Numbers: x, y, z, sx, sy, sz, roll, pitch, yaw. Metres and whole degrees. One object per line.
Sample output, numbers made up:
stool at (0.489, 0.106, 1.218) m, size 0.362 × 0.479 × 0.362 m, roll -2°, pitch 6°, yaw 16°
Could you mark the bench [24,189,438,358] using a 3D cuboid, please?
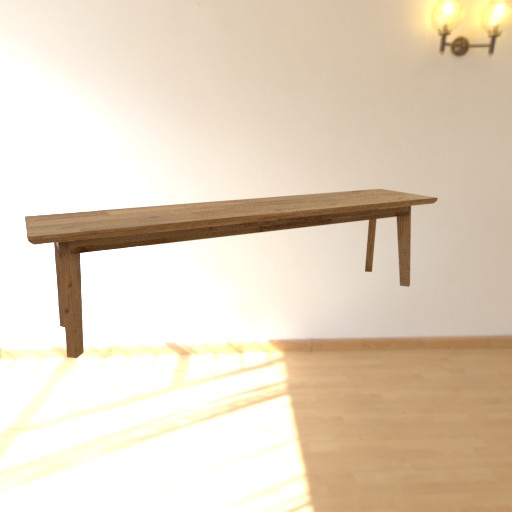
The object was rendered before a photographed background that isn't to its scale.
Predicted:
bench at (0.000, 0.000, 1.884) m, size 1.698 × 0.431 × 0.378 m, roll -8°, pitch 18°, yaw -27°
